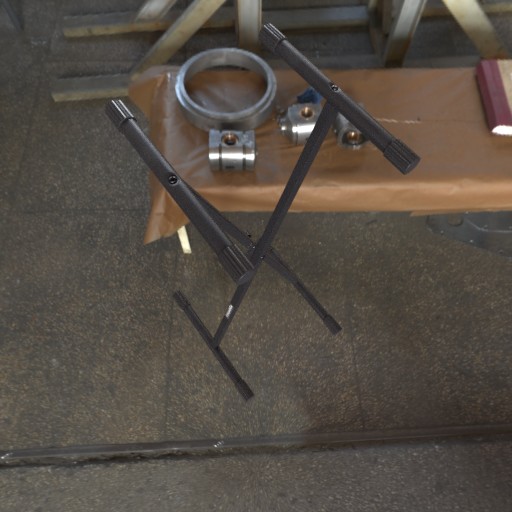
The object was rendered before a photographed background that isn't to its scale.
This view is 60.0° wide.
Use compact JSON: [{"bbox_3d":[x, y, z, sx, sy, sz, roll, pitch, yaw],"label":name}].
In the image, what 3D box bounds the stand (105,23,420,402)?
[{"bbox_3d":[0.000,0.000,1.146,0.409,0.940,0.449,-33,69,-15],"label":"stand"}]
